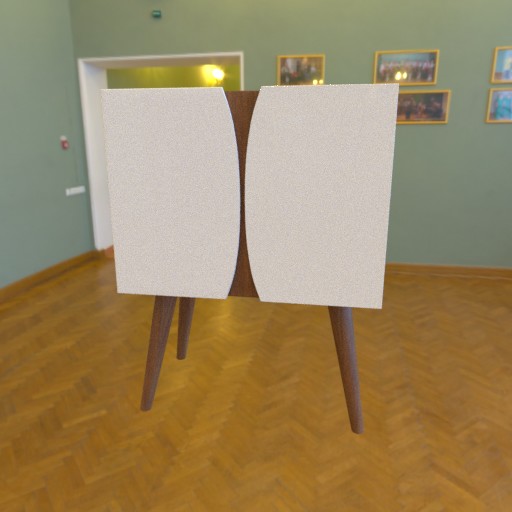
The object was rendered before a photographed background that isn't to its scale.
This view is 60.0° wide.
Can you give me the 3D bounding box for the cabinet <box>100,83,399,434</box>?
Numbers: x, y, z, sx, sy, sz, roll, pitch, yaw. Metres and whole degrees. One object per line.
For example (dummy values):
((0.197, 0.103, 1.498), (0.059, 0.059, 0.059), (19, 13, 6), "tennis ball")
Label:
((0.000, 0.000, 1.121), (0.591, 0.772, 0.344), (2, 15, 9), "cabinet")
